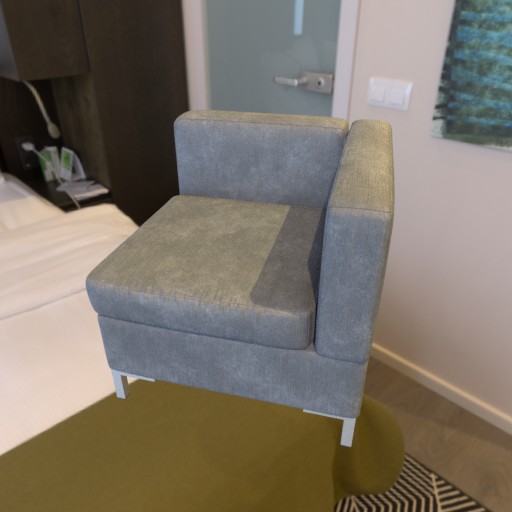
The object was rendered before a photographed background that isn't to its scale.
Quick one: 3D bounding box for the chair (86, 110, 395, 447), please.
[{"bbox_3d":[0.000,0.000,1.250,0.680,0.660,0.680,7,31,12],"label":"chair"}]
